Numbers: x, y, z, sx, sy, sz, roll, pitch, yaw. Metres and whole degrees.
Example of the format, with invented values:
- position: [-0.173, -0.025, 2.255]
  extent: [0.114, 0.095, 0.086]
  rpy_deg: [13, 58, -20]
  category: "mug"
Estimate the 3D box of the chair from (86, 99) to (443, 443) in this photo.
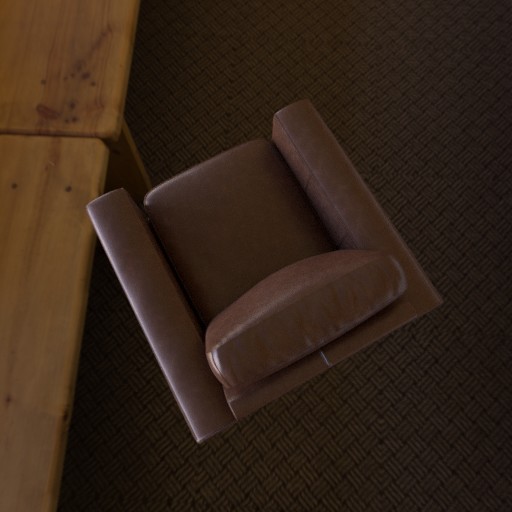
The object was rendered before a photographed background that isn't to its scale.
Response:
- position: [0.000, 0.000, 1.767]
  extent: [1.005, 0.873, 1.016]
  rpy_deg: [-28, 76, -7]
  category: "chair"
